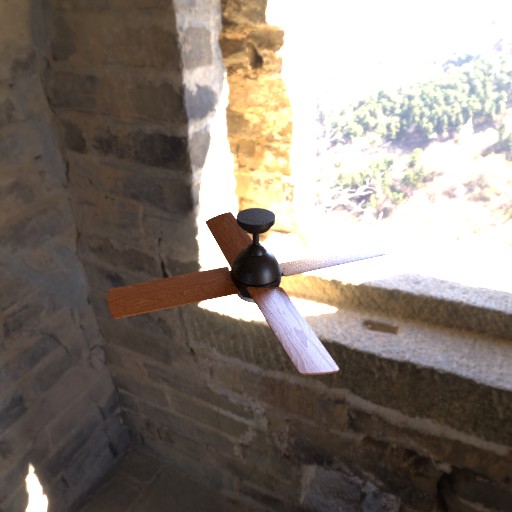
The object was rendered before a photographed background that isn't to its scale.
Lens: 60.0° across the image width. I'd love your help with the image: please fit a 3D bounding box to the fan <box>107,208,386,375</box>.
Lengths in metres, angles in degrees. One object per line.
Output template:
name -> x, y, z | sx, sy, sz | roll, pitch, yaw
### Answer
fan -> 0.000, 0.000, 2.019 | 1.332, 0.403, 1.332 | -11, 33, -17
